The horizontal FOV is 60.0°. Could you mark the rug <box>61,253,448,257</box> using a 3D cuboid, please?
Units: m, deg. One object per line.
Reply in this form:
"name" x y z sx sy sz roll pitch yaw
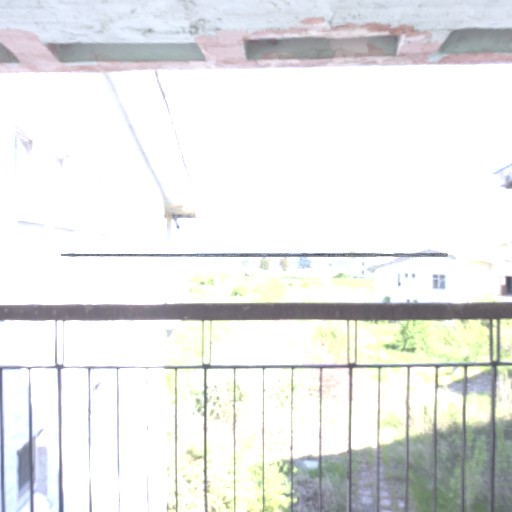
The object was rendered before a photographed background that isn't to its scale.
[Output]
"rug" 0.000 0.000 2.291 1.208 0.012 1.819 0 0 1
